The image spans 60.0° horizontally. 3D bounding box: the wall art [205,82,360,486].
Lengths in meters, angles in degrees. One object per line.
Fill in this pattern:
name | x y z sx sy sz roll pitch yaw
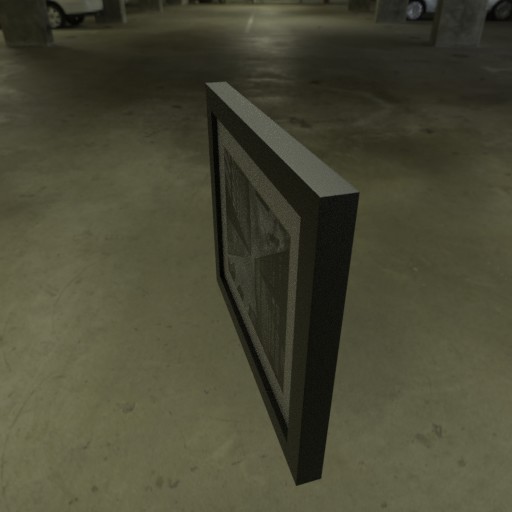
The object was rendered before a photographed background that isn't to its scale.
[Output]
wall art | 0.000 0.000 0.525 0.028 0.321 0.381 -9 33 -14
